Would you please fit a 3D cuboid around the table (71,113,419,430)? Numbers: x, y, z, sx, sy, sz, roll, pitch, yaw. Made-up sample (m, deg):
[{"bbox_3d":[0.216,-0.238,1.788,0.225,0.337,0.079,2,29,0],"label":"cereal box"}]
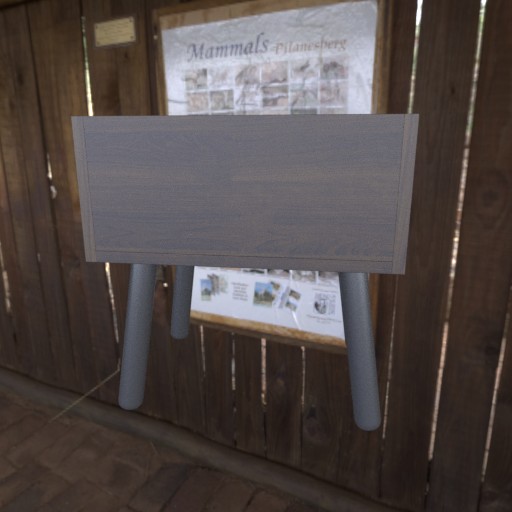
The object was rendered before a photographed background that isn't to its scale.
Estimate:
[{"bbox_3d":[0.000,0.000,0.803,0.450,0.470,0.370,2,15,8],"label":"table"}]
